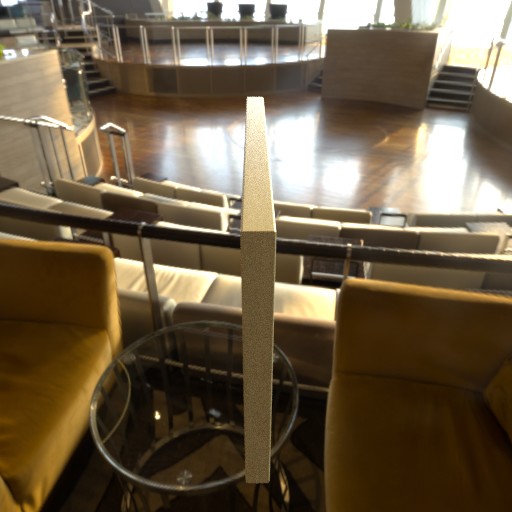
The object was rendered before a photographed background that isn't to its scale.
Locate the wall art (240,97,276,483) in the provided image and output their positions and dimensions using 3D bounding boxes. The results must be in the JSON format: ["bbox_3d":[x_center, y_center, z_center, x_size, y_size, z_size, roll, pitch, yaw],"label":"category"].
[{"bbox_3d":[0.000,0.000,0.716,0.032,0.381,0.533,0,32,0],"label":"wall art"}]
